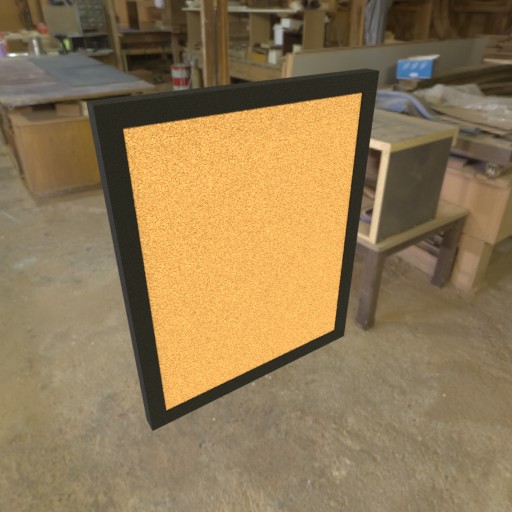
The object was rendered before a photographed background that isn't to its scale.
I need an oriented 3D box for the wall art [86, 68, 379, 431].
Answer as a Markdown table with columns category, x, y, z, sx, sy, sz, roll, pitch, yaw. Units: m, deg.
| category | x | y | z | sx | sy | sz | roll | pitch | yaw |
| --- | --- | --- | --- | --- | --- | --- | --- | --- | --- |
| wall art | 0.000 | 0.000 | 0.759 | 0.457 | 0.559 | 0.029 | -19 | 36 | -28 |
